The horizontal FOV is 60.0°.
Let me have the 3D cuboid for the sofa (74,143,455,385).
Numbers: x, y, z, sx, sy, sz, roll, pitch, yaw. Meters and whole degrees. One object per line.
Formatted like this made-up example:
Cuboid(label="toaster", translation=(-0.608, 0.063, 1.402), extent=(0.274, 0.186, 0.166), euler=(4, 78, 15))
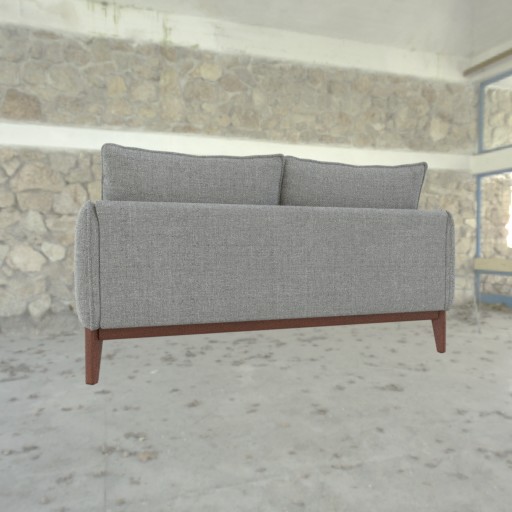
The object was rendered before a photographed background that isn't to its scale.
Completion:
Cuboid(label="sofa", translation=(0.000, 0.000, 2.138), extent=(1.580, 0.851, 0.972), euler=(0, 1, -18))
